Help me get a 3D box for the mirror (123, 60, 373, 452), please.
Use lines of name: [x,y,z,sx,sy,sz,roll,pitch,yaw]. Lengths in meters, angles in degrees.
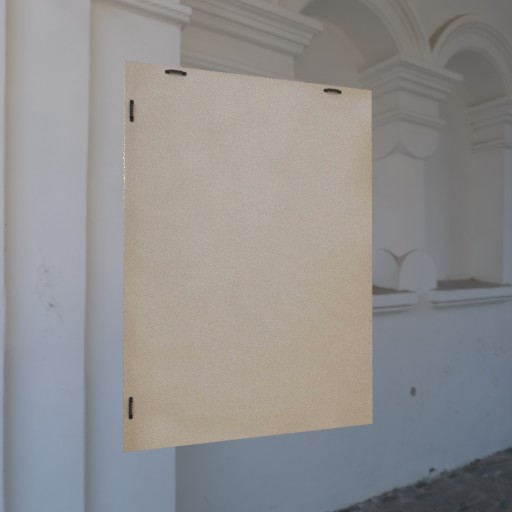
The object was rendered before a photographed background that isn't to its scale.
mirror: [0.000,0.000,0.888,0.507,0.710,0.040,0,-1,-16]
